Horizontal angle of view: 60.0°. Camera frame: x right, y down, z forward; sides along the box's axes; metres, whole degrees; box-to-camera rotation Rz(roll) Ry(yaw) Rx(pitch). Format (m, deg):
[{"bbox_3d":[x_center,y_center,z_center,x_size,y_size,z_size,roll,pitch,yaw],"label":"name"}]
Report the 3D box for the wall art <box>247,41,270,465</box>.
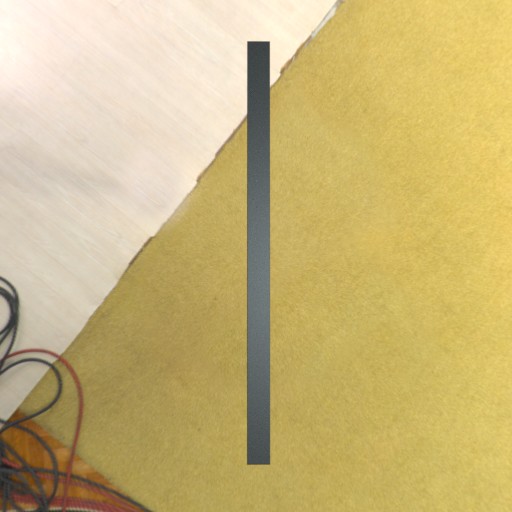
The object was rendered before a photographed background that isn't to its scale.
[{"bbox_3d":[0.000,0.000,0.538,0.018,0.397,0.325,0,89,-1],"label":"wall art"}]
